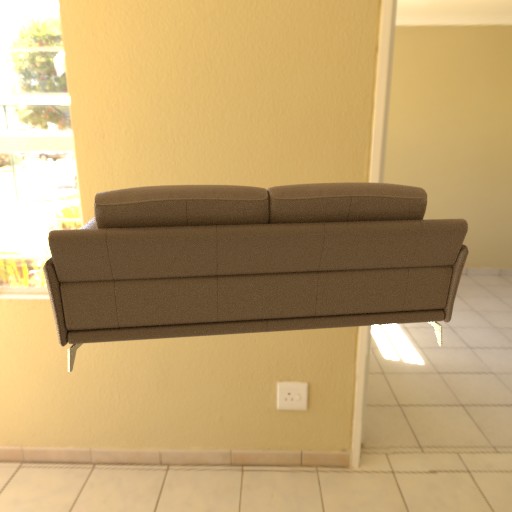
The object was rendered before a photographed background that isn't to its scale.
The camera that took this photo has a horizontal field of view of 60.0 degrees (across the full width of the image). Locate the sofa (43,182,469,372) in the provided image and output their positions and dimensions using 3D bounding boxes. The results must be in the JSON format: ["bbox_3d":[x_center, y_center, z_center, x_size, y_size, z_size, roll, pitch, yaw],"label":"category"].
[{"bbox_3d":[0.000,0.000,2.636,2.101,0.930,1.049,-2,15,-8],"label":"sofa"}]
